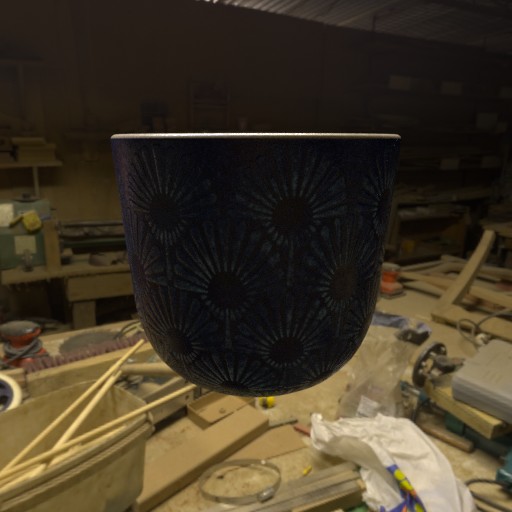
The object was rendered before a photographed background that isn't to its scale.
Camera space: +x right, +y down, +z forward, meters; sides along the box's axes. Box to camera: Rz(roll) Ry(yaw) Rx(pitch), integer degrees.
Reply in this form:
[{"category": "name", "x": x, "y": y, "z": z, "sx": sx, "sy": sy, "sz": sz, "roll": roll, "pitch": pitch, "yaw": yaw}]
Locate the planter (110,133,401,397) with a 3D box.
[{"category": "planter", "x": 0.000, "y": 0.000, "z": 0.290, "sx": 0.170, "sy": 0.153, "sz": 0.170, "roll": 0, "pitch": 15, "yaw": 0}]
